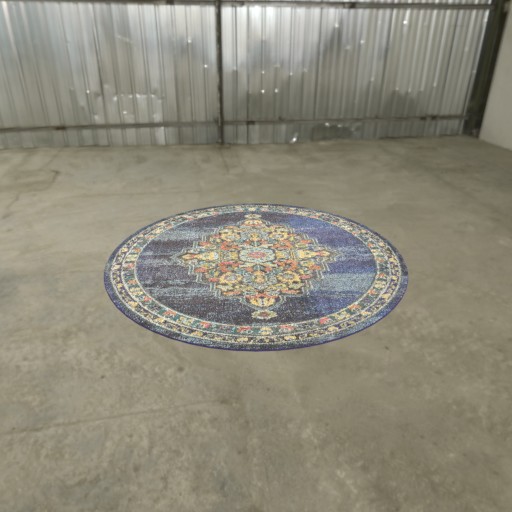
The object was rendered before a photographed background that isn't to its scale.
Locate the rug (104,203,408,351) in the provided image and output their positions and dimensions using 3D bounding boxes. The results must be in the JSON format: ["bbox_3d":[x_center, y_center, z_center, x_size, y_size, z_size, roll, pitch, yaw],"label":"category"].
[{"bbox_3d":[0.000,0.000,3.629,2.386,0.014,2.386,0,28,0],"label":"rug"}]
